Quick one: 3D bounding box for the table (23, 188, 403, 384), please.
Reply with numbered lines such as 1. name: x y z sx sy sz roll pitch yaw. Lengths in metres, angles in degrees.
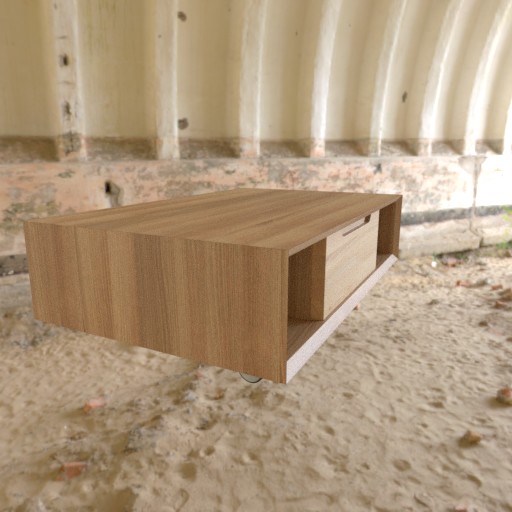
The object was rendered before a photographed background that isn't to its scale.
1. table: 0.000 0.000 1.427 0.700 0.330 1.100 7 15 27
